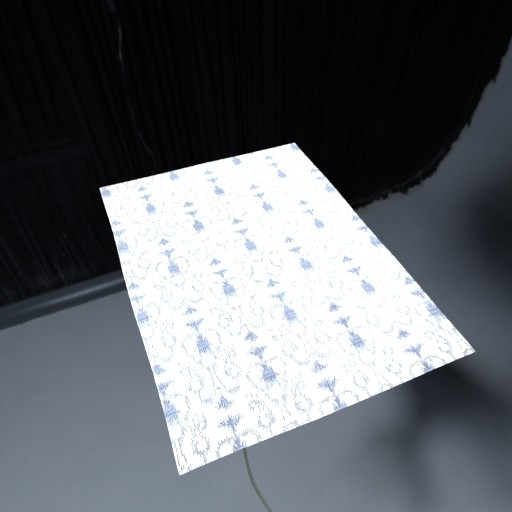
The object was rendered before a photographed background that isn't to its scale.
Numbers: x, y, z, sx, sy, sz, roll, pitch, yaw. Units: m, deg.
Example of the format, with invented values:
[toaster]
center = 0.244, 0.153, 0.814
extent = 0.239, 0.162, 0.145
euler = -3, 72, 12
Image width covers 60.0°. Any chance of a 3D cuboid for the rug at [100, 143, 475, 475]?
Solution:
[rug]
center = 0.000, 0.000, 2.922
extent = 1.676, 0.013, 2.261
euler = -17, 49, -15
